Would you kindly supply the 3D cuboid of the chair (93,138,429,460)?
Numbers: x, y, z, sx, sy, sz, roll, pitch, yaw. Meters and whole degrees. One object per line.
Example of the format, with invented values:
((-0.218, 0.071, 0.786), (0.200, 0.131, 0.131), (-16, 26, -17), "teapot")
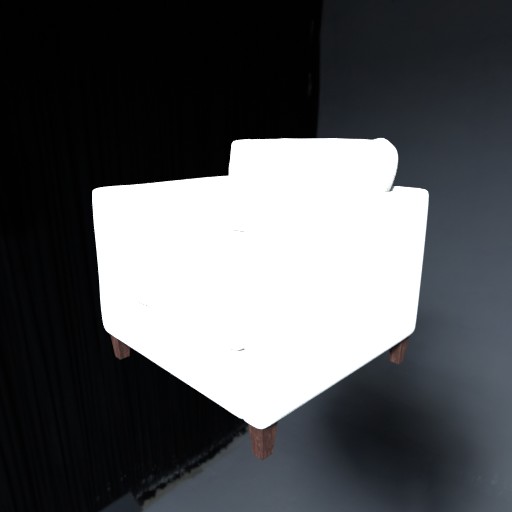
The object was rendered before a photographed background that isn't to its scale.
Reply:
((0.000, 0.000, 1.789), (0.959, 0.919, 0.996), (-15, 21, -43), "chair")
